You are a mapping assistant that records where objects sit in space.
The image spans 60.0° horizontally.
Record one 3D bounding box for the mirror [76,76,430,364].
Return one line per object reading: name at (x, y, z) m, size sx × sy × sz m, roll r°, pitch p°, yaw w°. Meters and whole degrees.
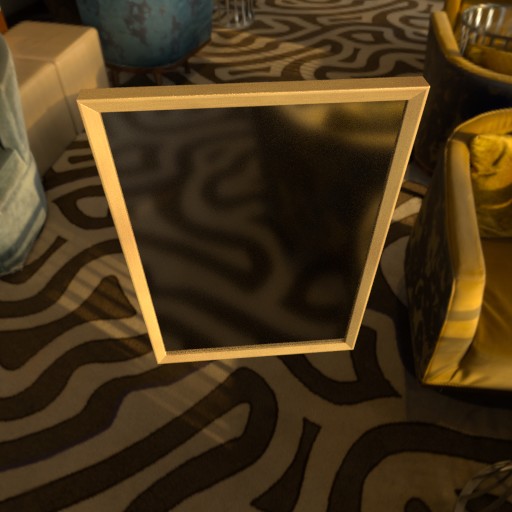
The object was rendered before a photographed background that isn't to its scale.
mirror at (0.000, 0.000, 0.901) m, size 0.507 × 0.710 × 0.039 m, roll -3°, pitch 46°, yaw -3°
